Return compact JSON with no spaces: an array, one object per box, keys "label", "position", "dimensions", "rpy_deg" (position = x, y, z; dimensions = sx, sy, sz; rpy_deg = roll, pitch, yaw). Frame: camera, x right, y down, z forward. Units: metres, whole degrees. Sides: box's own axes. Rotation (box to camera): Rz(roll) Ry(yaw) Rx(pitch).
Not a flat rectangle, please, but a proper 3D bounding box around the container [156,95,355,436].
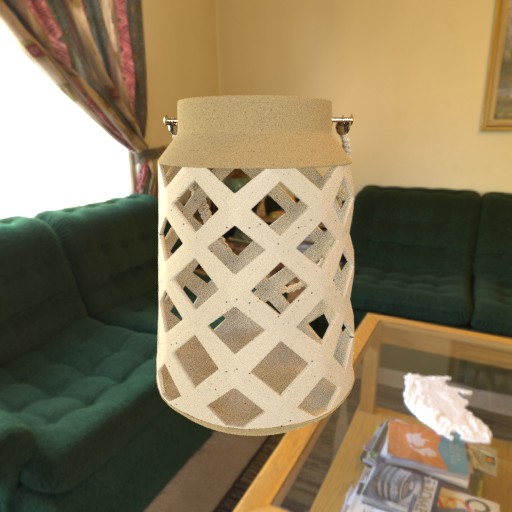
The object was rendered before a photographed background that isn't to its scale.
[{"label":"container","position":[0.000,0.000,0.348],"dimensions":[0.163,0.229,0.172],"rpy_deg":[3,16,9]}]
